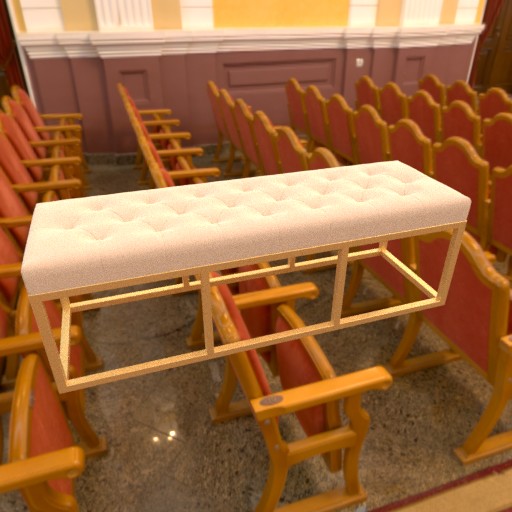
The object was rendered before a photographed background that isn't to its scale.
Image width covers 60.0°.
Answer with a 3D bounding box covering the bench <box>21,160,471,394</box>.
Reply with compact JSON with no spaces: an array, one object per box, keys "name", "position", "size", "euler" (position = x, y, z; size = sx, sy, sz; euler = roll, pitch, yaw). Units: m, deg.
[{"name":"bench","position":[0.000,0.000,1.668],"size":[1.473,0.484,0.457],"euler":[-10,32,-16]}]
